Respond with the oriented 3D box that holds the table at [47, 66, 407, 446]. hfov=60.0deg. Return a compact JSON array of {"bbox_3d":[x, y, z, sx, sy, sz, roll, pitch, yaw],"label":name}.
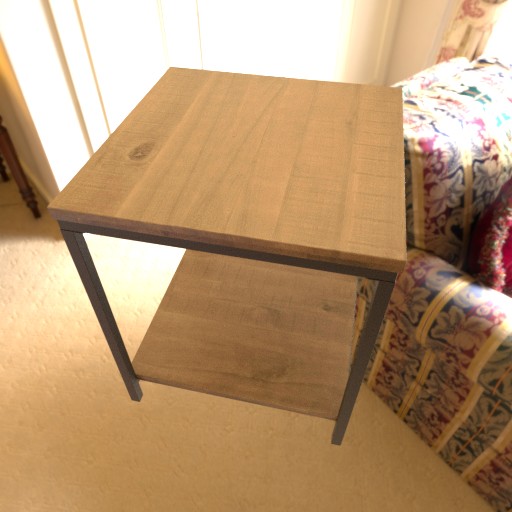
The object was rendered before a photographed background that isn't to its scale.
[{"bbox_3d":[0.000,0.000,0.981,0.503,0.589,0.507,9,46,9],"label":"table"}]
